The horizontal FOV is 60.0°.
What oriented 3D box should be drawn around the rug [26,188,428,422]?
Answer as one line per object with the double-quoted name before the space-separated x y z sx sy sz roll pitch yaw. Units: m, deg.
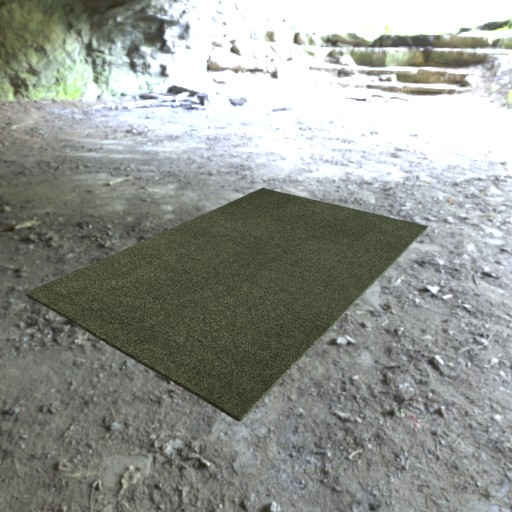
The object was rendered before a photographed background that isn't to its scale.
"rug" 0.000 0.000 3.419 1.802 0.026 2.699 18 32 32
